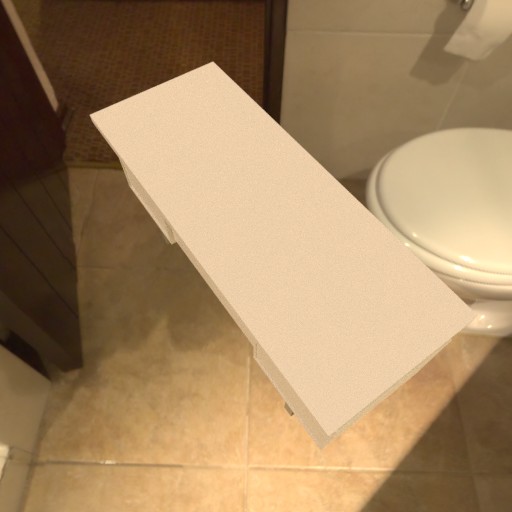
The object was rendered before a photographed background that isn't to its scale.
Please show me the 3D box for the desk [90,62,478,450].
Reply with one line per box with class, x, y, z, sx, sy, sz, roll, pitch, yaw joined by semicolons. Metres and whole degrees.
desk;0.000;0.000;1.931;0.603;0.773;1.530;-31;64;-17
